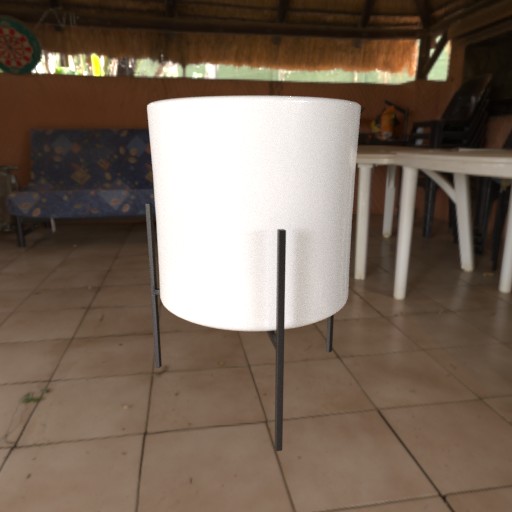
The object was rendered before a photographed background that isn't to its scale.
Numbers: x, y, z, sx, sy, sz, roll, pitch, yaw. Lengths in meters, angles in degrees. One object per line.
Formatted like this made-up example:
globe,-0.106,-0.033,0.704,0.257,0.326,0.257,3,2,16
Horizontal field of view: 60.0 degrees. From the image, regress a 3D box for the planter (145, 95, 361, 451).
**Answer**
planter,0.000,0.000,0.740,0.360,0.480,0.361,-3,15,-10
